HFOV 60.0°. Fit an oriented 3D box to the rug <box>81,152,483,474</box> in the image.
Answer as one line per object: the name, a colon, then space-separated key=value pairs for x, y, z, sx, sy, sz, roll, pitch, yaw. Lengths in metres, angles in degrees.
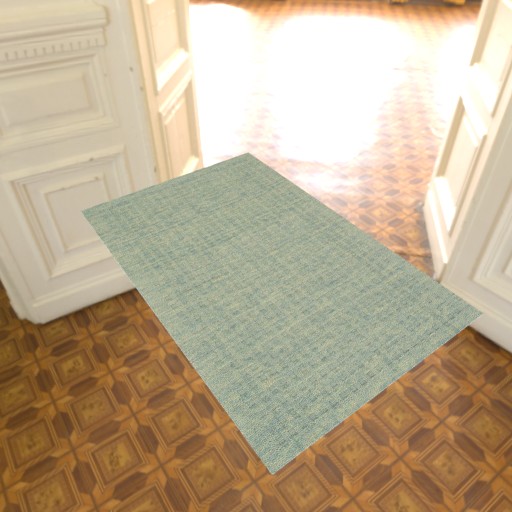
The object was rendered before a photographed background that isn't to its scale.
rug: x=0.000 y=0.000 z=2.186 sx=1.142 sy=0.006 sz=1.752 roll=-26 pitch=48 yaw=-26
